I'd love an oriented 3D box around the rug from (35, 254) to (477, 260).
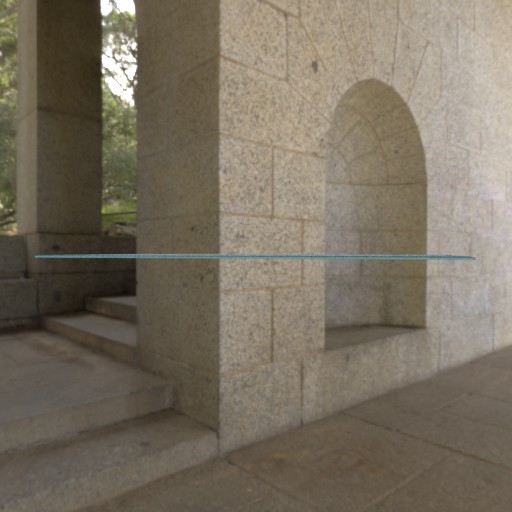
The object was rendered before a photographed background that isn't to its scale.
[{"bbox_3d":[0.000,0.000,1.441,1.219,0.007,0.604,0,1,18],"label":"rug"}]
